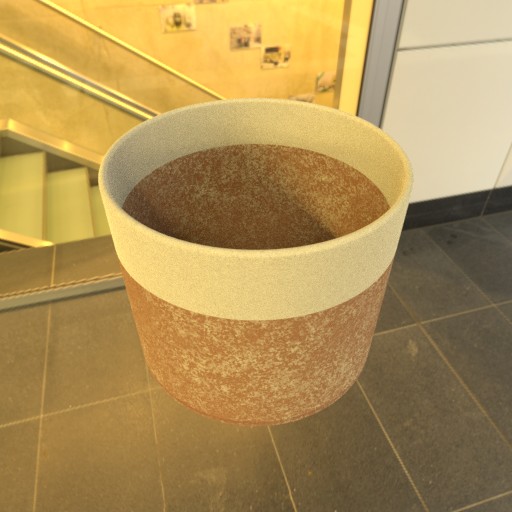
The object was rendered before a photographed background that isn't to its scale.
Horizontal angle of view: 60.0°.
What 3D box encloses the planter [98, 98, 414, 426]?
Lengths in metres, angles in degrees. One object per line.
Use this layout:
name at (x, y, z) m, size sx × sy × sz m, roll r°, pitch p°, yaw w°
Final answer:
planter at (0.000, 0.000, 0.274) m, size 0.159 × 0.138 × 0.159 m, roll 0°, pitch 41°, yaw 0°
